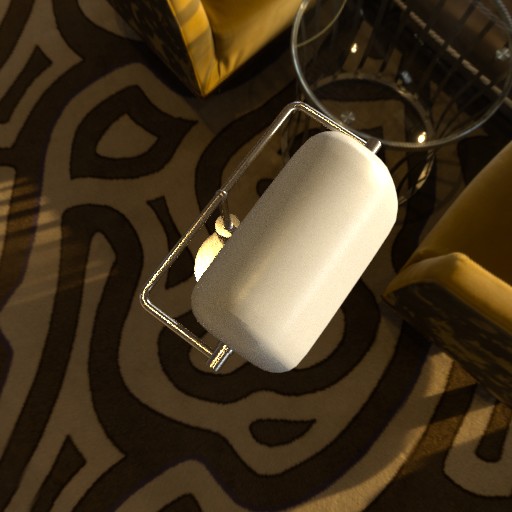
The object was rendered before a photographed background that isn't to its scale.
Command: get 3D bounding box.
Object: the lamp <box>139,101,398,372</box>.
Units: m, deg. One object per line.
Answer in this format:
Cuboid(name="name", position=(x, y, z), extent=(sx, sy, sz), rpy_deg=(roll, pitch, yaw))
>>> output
Cuboid(name="lamp", position=(0.000, 0.000, 0.572), extent=(0.227, 0.404, 0.269), rpy_deg=(35, 79, 8))
